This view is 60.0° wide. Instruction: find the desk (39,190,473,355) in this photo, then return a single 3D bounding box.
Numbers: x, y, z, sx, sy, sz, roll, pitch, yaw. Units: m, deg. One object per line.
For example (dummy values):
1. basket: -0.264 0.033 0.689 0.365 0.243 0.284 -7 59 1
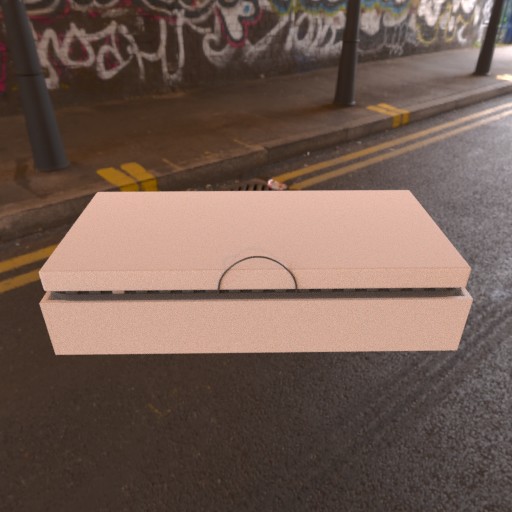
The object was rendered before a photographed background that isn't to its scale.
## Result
1. desk: 0.000 0.000 2.344 1.900 0.526 0.900 0 31 -1
